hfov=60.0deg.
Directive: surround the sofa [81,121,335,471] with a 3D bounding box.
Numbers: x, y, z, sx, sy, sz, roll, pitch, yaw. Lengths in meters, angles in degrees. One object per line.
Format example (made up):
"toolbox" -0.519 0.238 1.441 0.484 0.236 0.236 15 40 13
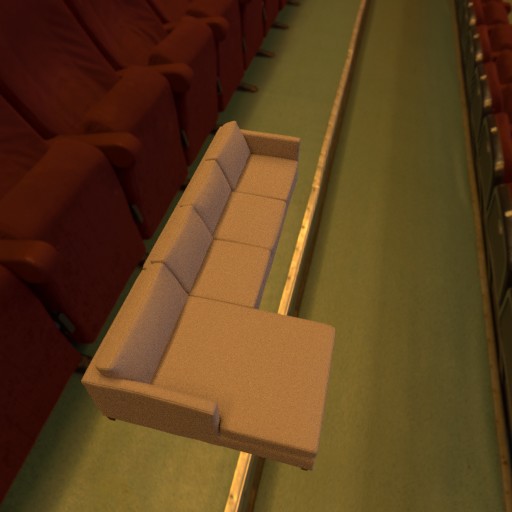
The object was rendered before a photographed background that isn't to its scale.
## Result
"sofa" 0.000 0.000 4.011 1.625 0.846 3.186 10 49 9
